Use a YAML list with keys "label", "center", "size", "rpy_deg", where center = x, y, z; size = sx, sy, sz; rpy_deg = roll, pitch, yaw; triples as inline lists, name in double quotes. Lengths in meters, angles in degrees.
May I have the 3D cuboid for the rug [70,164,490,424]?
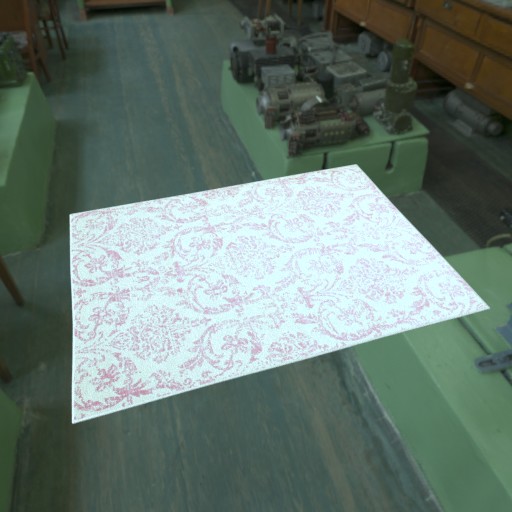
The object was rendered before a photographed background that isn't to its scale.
- label: "rug"
  center: [0.000, 0.000, 2.757]
  size: [2.202, 0.014, 1.598]
  rpy_deg: [-12, 44, -13]
